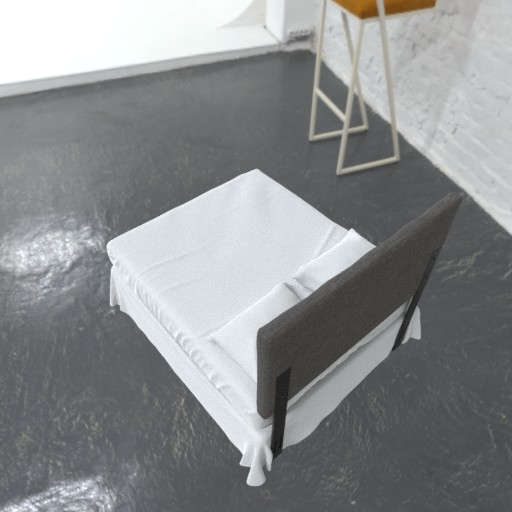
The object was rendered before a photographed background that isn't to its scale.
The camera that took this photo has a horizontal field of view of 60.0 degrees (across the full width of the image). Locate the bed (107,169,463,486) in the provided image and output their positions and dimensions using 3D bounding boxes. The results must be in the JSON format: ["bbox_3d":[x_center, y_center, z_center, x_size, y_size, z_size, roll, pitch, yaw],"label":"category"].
[{"bbox_3d":[0.000,0.000,3.454,1.936,1.577,2.222,-31,53,-27],"label":"bed"}]
